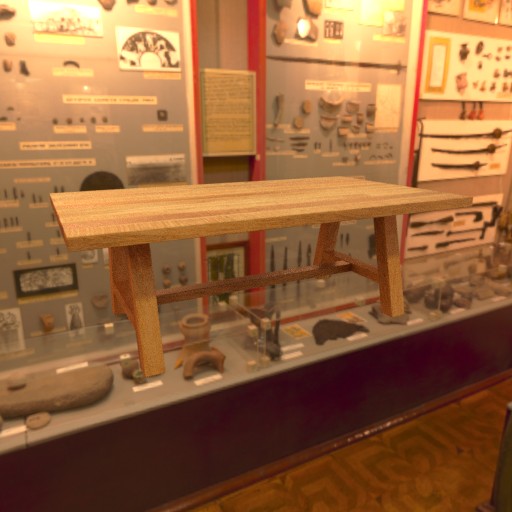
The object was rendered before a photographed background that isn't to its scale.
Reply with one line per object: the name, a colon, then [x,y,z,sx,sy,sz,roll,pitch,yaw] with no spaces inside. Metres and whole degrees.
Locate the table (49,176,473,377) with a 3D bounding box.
table: [0.000,0.000,1.653,1.320,0.455,0.760,-8,18,-26]
